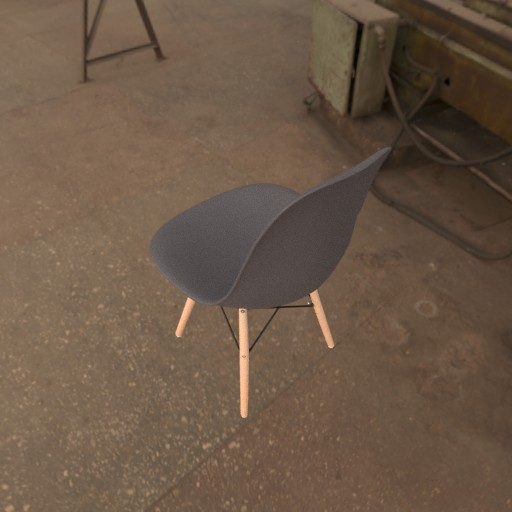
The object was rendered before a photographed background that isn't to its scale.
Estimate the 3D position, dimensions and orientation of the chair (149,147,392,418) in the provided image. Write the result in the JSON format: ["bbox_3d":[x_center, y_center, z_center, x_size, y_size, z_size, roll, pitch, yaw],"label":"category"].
[{"bbox_3d":[0.000,0.000,1.163,0.470,0.826,0.533,-31,53,-26],"label":"chair"}]
